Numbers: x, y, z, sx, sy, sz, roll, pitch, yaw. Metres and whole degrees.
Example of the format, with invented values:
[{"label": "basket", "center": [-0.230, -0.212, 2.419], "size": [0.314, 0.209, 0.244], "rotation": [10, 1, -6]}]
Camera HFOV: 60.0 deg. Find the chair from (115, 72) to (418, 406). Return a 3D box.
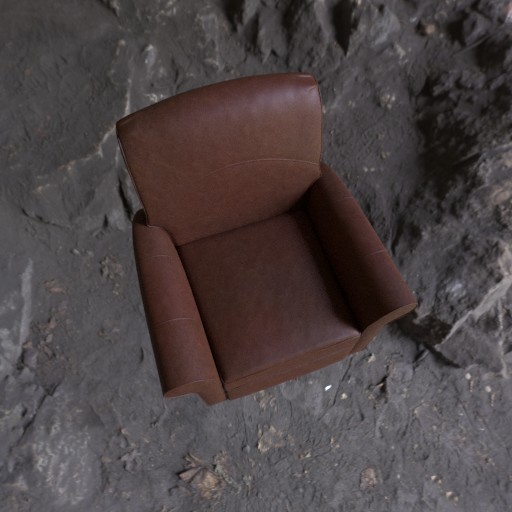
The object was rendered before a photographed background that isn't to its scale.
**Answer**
[{"label": "chair", "center": [0.000, 0.000, 1.825], "size": [0.978, 1.061, 0.902], "rotation": [-18, 64, -9]}]
